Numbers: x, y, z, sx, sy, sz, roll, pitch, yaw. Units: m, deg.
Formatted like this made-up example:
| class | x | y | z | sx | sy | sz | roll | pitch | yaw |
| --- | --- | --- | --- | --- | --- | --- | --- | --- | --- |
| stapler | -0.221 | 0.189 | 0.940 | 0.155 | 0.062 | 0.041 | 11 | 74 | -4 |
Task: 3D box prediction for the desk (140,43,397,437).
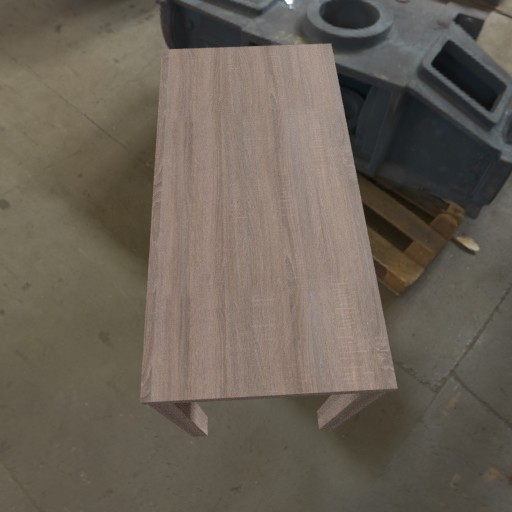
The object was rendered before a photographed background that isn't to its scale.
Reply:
| class | x | y | z | sx | sy | sz | roll | pitch | yaw |
| --- | --- | --- | --- | --- | --- | --- | --- | --- | --- |
| desk | 0.000 | 0.000 | 1.413 | 0.495 | 0.762 | 0.991 | -3 | 63 | -1 |
